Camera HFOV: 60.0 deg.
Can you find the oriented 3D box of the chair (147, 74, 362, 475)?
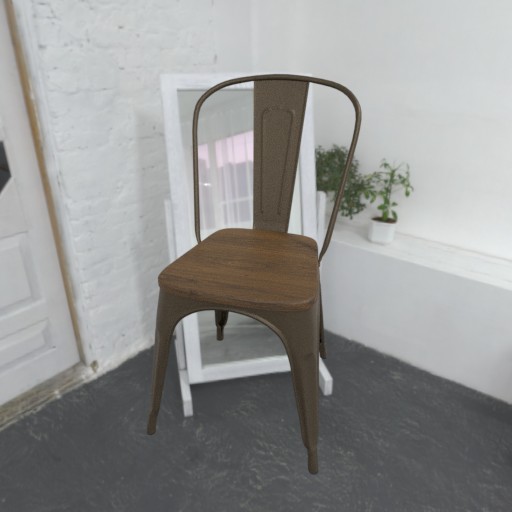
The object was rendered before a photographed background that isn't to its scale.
[{"bbox_3d":[0.000,0.000,1.148,0.451,0.844,0.532,7,27,14],"label":"chair"}]
